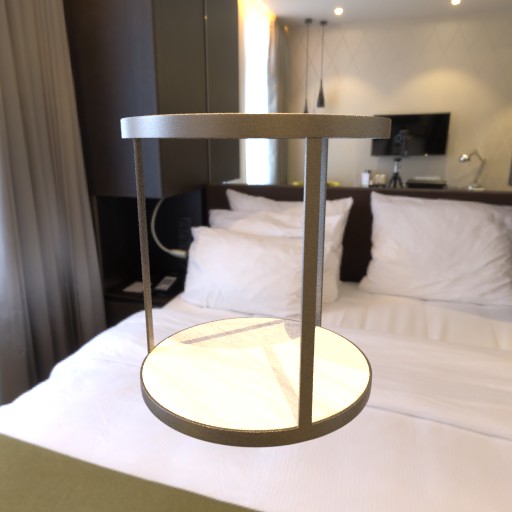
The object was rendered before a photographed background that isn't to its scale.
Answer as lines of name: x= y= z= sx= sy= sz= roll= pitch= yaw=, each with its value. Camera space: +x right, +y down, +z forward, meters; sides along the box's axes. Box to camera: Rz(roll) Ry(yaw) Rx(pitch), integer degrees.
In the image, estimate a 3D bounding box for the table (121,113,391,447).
table: x=0.000 y=0.000 z=0.820 sx=0.445 sy=0.479 sz=0.445 roll=0 pitch=15 yaw=0
